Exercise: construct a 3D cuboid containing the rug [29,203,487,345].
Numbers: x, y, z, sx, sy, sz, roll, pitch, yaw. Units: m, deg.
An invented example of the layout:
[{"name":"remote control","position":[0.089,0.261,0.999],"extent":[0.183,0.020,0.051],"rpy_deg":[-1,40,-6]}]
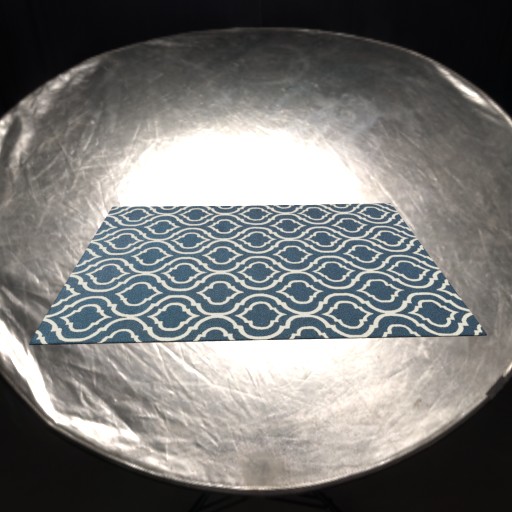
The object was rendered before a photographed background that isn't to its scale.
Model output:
[{"name":"rug","position":[0.000,0.000,4.282],"extent":[3.353,0.010,2.438],"rpy_deg":[-1,30,-2]}]
